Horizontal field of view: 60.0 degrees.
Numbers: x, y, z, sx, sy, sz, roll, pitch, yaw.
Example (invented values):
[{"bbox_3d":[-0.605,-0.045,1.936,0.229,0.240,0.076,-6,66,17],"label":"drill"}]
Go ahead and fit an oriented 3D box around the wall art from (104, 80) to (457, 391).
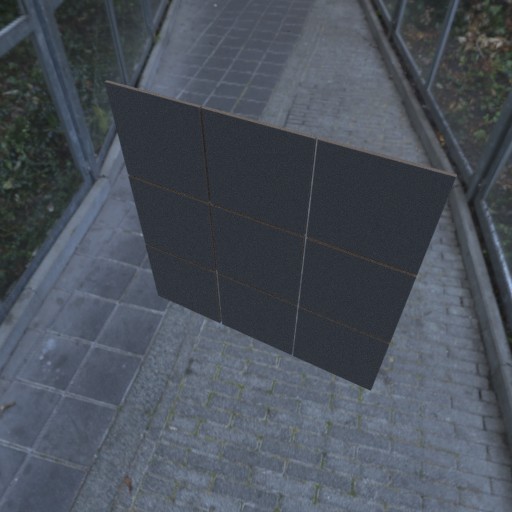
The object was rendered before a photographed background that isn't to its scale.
[{"bbox_3d":[0.000,0.000,1.823,1.216,1.216,0.013,21,50,19],"label":"wall art"}]
